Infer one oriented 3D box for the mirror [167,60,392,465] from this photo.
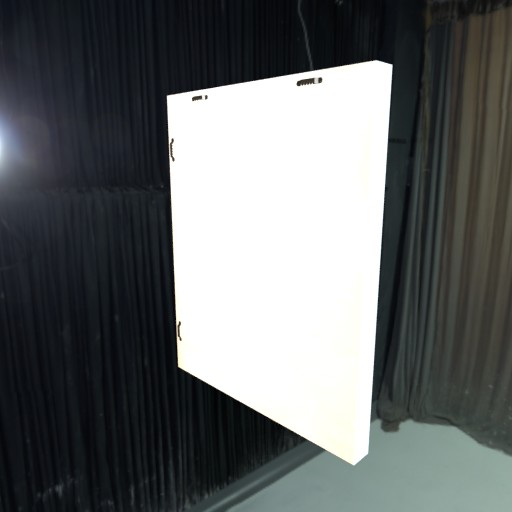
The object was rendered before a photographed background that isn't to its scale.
[{"bbox_3d":[0.000,0.000,0.692,0.041,0.509,0.406,-12,17,-43],"label":"mirror"}]
